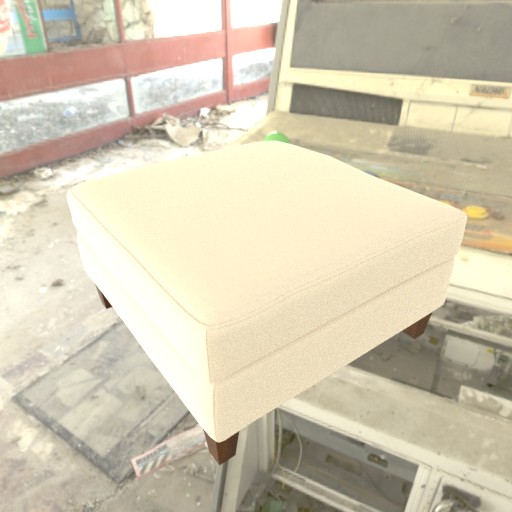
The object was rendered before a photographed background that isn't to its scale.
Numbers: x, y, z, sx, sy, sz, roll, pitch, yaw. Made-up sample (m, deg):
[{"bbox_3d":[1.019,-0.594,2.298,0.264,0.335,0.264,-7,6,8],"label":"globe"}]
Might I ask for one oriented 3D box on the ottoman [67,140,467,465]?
[{"bbox_3d":[0.000,0.000,1.348,0.838,0.479,0.838,-21,37,-30],"label":"ottoman"}]
